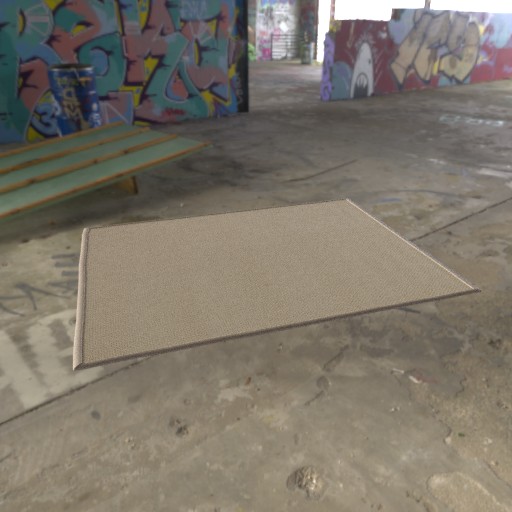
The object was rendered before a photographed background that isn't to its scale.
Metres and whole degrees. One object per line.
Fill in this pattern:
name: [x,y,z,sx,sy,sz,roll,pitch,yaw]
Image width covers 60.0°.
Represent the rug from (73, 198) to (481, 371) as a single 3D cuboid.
rug: [0.000,0.000,2.745,2.081,0.020,1.525,-8,28,-15]
